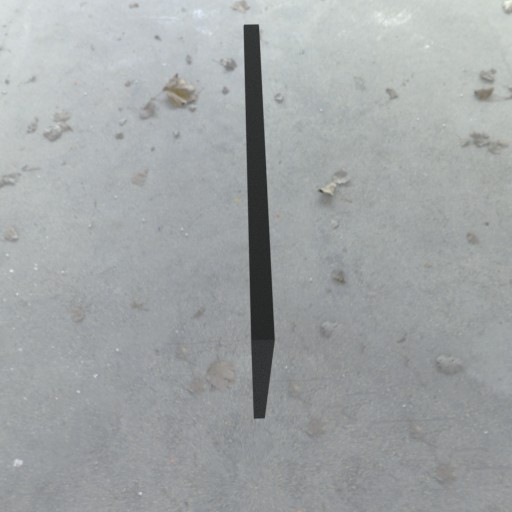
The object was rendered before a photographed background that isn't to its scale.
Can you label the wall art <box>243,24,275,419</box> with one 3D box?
[{"bbox_3d":[0.000,0.000,0.716,0.021,0.508,0.432,-1,62,-1],"label":"wall art"}]
